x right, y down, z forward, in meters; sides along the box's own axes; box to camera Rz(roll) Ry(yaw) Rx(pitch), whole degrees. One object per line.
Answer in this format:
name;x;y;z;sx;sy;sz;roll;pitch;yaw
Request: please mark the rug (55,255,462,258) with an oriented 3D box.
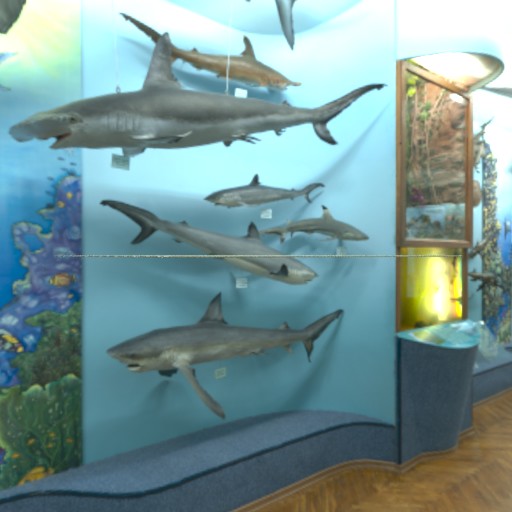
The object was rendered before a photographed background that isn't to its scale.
rug;0.000;0.000;4.190;3.043;0.013;2.444;0;0;-37
